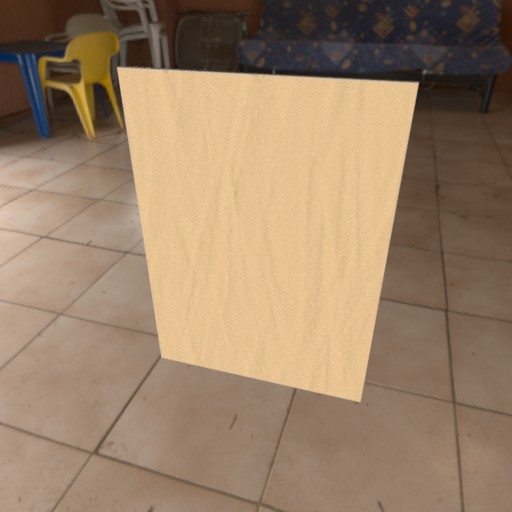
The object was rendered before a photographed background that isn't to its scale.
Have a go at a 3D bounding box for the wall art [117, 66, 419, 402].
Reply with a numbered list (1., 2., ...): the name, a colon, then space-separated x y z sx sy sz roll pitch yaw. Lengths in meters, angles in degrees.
1. wall art: 0.000 0.000 1.446 0.810 1.116 0.016 9 33 14
